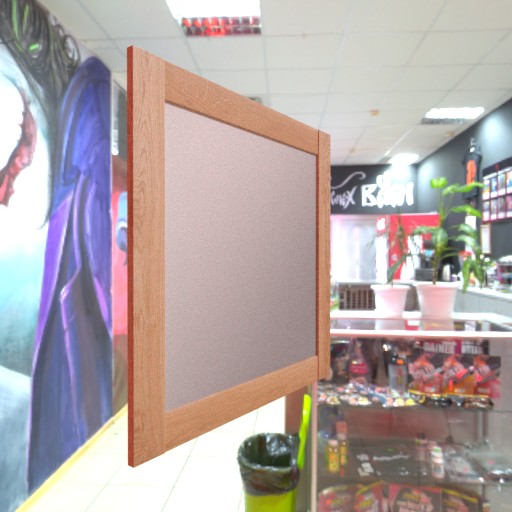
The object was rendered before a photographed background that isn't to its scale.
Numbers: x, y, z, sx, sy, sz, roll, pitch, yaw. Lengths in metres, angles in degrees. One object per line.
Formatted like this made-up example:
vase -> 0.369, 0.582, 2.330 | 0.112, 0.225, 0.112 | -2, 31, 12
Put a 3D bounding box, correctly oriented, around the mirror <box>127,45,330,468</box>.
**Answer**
mirror -> 0.000, 0.000, 1.164 | 0.020, 0.800, 0.800 | 0, 1, 37
